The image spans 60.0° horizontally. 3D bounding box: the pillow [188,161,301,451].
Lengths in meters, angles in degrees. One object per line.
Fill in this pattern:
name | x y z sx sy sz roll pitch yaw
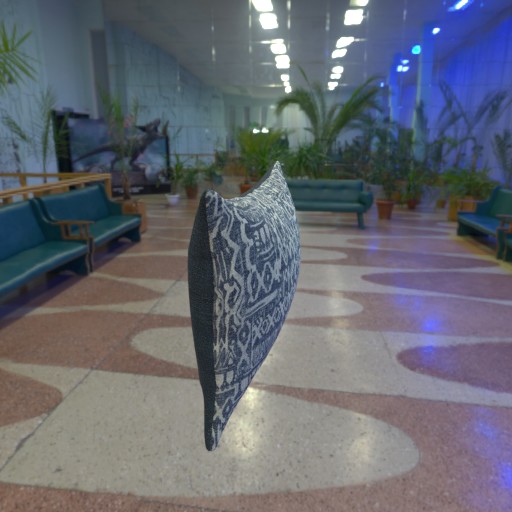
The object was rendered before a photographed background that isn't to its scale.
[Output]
pillow | 0.000 0.000 0.757 0.148 0.292 0.631 2 15 9
